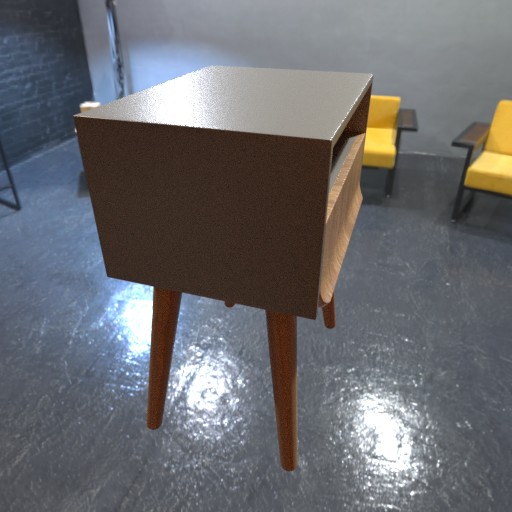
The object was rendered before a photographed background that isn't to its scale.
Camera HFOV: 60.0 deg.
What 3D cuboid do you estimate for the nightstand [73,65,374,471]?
[{"bbox_3d":[0.000,0.000,0.714,0.288,0.508,0.370,10,33,16],"label":"nightstand"}]
